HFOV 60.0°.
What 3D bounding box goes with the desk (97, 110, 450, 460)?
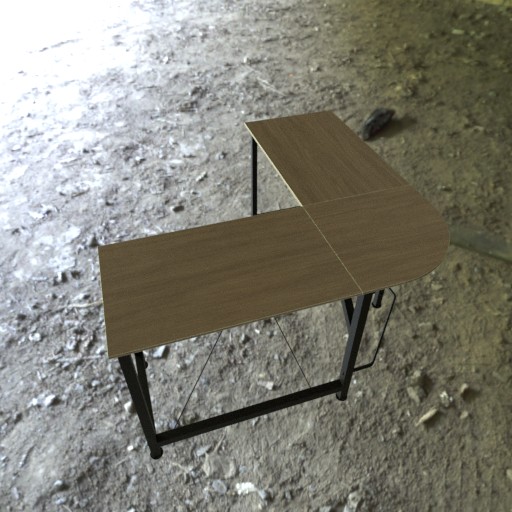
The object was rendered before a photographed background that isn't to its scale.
[{"bbox_3d":[0.000,0.000,2.248,1.400,0.762,1.400,-12,43,-13],"label":"desk"}]
